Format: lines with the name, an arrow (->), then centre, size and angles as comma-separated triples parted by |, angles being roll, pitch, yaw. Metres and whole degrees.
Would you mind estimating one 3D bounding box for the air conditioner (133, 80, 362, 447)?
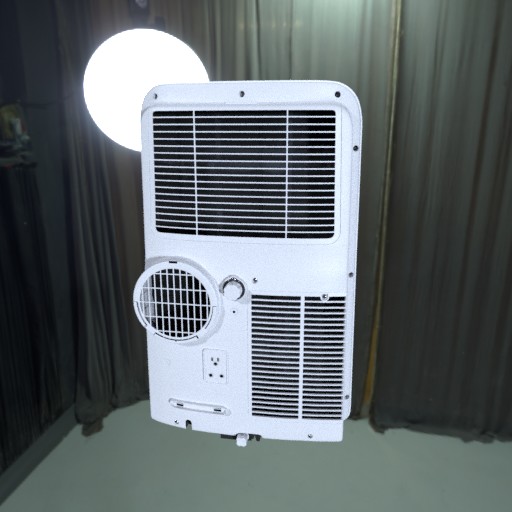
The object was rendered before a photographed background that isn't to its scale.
air conditioner -> 0.000, 0.000, 1.077 | 0.478, 0.765, 0.467 | 2, 16, 9
